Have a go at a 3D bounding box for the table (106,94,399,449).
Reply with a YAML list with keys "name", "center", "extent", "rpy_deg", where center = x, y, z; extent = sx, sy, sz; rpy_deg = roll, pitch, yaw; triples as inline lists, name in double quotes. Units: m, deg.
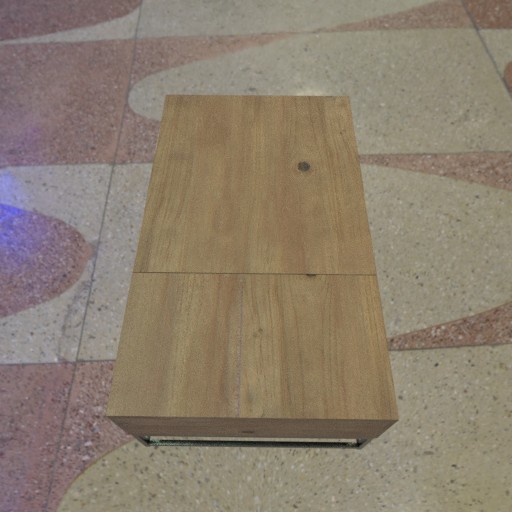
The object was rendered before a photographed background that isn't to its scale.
- name: "table"
  center: [0.000, 0.000, 1.441]
  extent: [0.655, 0.395, 1.101]
  rpy_deg: [1, 57, 0]
